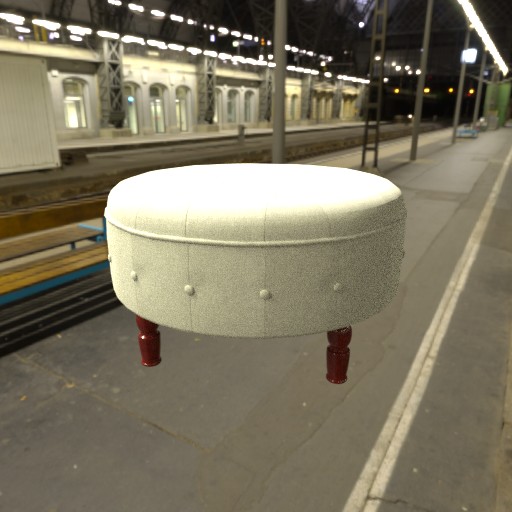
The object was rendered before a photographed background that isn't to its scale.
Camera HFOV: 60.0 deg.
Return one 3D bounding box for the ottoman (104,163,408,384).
[{"bbox_3d":[0.000,0.000,1.357,0.850,0.483,0.850,0,18,0],"label":"ottoman"}]
